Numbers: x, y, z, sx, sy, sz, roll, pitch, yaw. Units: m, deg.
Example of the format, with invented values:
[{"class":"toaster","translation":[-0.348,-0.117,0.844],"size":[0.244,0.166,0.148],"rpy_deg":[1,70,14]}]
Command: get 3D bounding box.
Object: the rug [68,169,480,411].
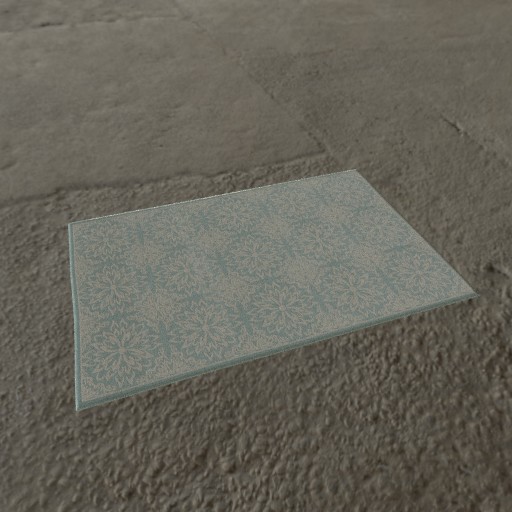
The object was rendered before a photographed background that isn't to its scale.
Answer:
[{"class":"rug","translation":[0.000,0.000,2.314],"size":[1.840,0.012,1.219],"rpy_deg":[-13,43,-14]}]
